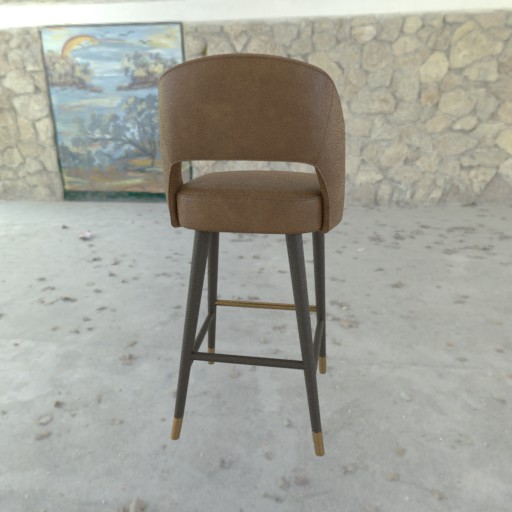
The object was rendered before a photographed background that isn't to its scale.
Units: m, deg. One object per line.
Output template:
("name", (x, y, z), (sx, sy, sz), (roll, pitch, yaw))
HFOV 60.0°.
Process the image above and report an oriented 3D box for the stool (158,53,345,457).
("stool", (0.000, 0.000, 1.312), (0.494, 1.037, 0.509), (3, 17, 9))
